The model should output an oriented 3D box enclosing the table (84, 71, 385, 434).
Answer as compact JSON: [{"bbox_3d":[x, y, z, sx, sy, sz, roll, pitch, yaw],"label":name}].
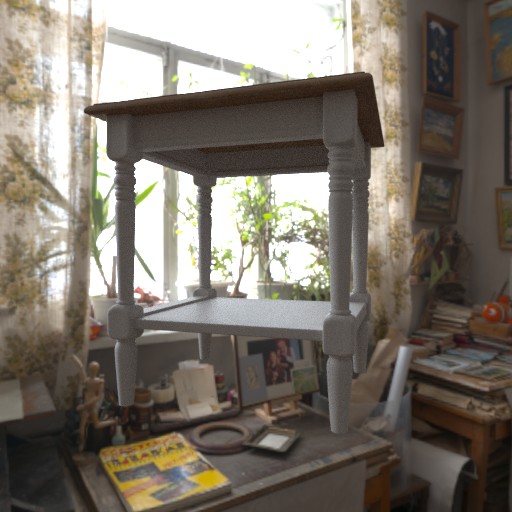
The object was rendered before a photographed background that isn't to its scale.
[{"bbox_3d":[0.000,0.000,0.947,0.508,0.561,0.457,0,1,18],"label":"table"}]
